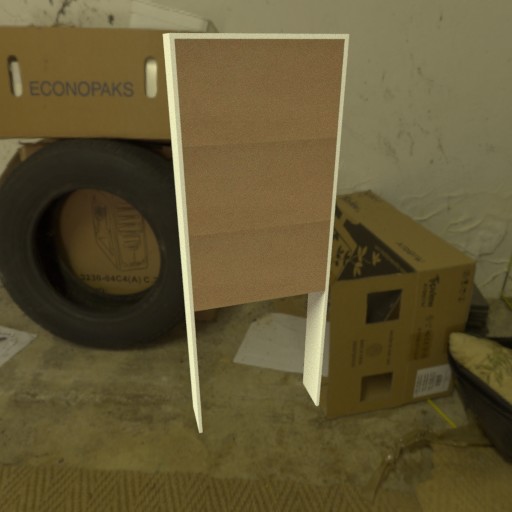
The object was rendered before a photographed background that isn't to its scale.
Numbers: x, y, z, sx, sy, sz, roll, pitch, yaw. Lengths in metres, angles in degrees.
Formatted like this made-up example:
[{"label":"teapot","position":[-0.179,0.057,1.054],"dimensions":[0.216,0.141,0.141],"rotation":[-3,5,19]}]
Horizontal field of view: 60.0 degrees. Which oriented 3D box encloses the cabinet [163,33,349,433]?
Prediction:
[{"label":"cabinet","position":[0.000,0.000,1.977],"dimensions":[0.643,1.770,0.192],"rotation":[-7,27,-15]}]
